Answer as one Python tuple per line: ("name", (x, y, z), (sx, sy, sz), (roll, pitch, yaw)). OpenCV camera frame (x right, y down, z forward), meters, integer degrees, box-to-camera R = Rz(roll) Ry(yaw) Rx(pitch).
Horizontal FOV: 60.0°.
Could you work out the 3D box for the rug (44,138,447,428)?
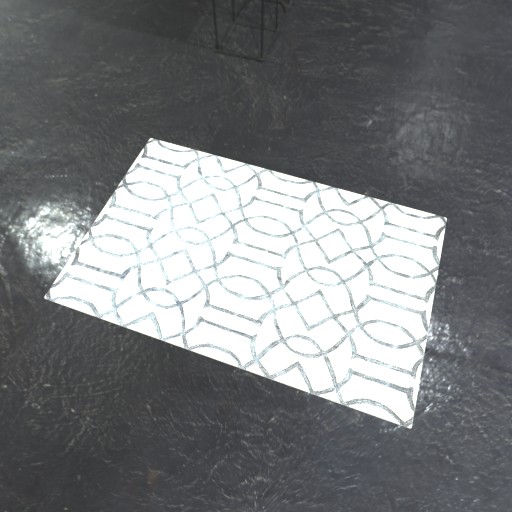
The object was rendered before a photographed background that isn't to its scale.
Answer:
("rug", (0.000, 0.000, 3.019), (2.365, 0.017, 1.521), (17, 61, 10))
